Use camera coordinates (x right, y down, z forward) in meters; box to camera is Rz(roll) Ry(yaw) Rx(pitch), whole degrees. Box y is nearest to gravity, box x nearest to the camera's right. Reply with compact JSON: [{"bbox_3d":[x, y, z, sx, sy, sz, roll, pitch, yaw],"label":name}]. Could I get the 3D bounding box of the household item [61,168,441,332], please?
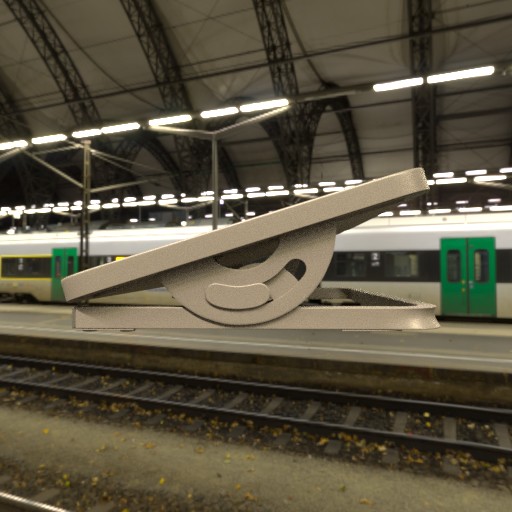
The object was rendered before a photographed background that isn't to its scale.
[{"bbox_3d":[0.000,0.000,0.518,0.301,0.126,0.390,0,-2,2],"label":"household item"}]
